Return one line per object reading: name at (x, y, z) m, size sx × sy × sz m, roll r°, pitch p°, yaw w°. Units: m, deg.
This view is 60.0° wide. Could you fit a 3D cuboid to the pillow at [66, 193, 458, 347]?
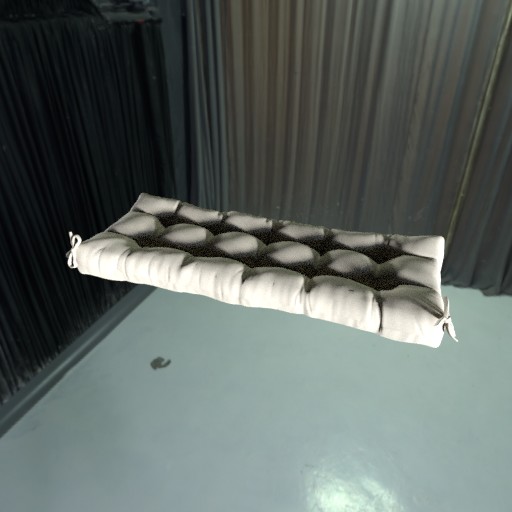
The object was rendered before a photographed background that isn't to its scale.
pillow at (0.000, 0.000, 1.411) m, size 1.194 × 0.174 × 0.511 m, roll 10°, pitch 33°, yaw 15°
